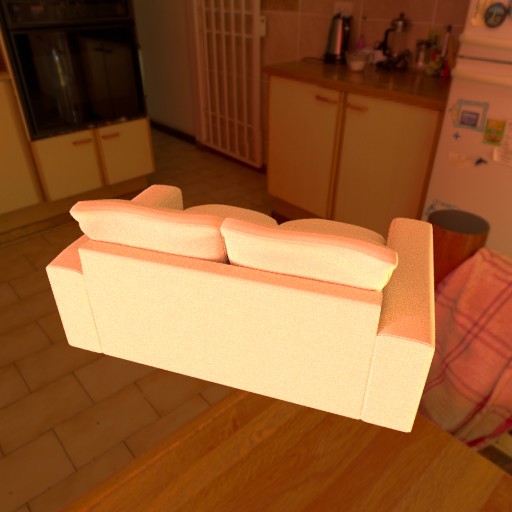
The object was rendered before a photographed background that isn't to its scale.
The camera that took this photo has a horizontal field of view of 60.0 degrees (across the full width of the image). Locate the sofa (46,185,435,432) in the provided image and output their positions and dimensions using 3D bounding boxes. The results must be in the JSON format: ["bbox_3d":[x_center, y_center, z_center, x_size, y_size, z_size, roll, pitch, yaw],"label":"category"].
[{"bbox_3d":[0.000,0.000,2.356,1.754,0.875,1.091,10,34,15],"label":"sofa"}]
